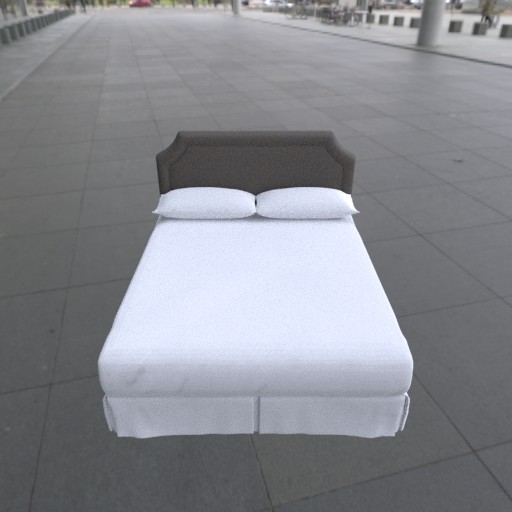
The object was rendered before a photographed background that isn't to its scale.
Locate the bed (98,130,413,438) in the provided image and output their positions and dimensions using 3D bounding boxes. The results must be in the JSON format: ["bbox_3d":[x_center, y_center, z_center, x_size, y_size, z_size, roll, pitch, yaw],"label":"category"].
[{"bbox_3d":[0.000,0.000,3.878,2.194,1.561,2.536,0,30,0],"label":"bed"}]
